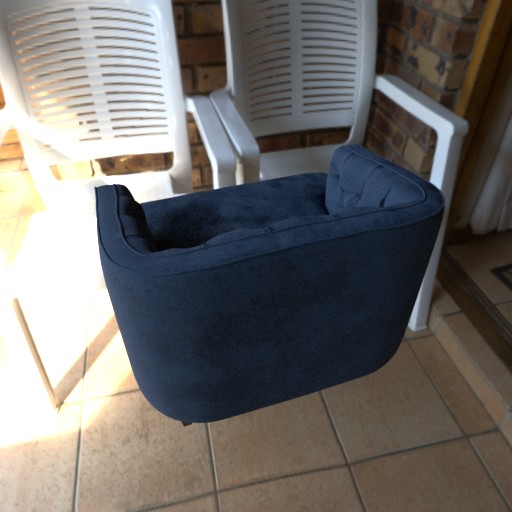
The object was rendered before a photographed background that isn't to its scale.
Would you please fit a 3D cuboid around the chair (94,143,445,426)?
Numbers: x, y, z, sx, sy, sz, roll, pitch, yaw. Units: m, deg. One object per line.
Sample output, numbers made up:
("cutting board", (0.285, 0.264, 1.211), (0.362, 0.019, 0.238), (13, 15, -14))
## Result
("chair", (0.000, 0.000, 1.727), (1.094, 0.852, 0.940), (-12, 42, -14))
